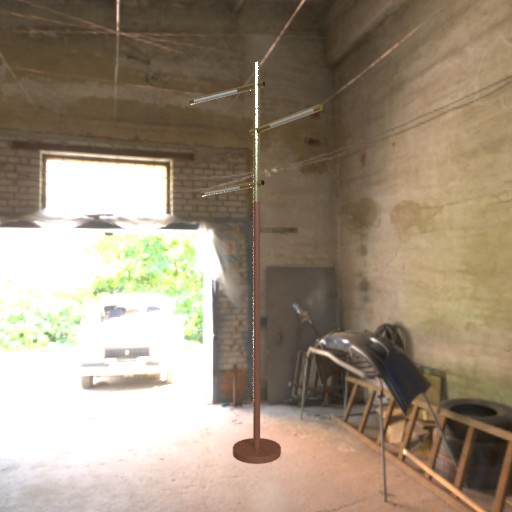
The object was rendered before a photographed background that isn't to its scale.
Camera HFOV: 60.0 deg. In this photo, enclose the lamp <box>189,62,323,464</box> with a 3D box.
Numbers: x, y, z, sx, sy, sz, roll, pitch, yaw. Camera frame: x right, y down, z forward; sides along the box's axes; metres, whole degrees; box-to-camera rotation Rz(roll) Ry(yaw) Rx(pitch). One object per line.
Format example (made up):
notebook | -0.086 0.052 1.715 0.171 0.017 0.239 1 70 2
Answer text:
lamp | 0.000 0.000 1.940 0.737 1.704 0.209 -1 -2 36
